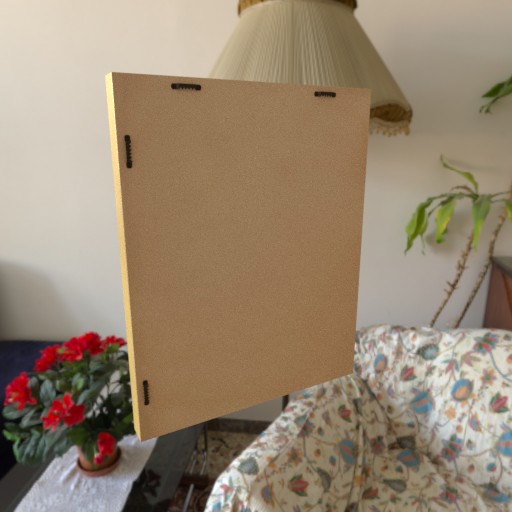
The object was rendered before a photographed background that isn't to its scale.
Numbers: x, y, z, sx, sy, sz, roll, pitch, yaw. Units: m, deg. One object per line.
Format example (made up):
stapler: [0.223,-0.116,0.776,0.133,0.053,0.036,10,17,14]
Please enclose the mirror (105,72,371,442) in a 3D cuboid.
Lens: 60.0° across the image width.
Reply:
mirror: [0.000,0.000,0.693,0.405,0.508,0.041,-8,17,-28]
